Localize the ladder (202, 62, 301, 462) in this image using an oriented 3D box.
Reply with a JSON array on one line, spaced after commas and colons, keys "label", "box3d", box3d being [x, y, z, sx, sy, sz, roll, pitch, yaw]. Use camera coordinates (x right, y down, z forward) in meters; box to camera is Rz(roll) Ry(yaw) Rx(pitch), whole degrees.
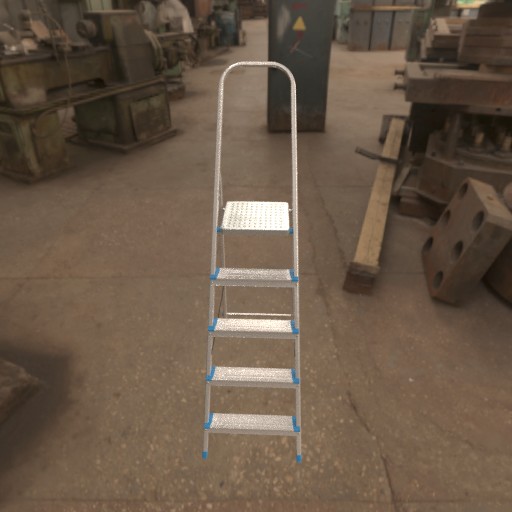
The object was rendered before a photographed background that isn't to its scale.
[{"label": "ladder", "box3d": [0.000, 0.000, 2.075, 0.468, 1.648, 0.990, 1, 31, 2]}]
